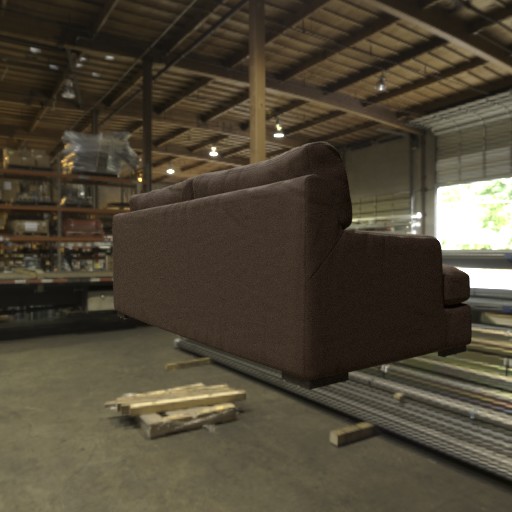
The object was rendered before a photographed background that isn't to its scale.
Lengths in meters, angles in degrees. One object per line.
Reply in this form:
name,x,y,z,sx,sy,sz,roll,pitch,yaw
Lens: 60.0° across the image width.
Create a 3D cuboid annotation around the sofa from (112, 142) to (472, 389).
sofa,0.000,0.000,2.812,1.140,0.950,2.274,-1,1,-35
